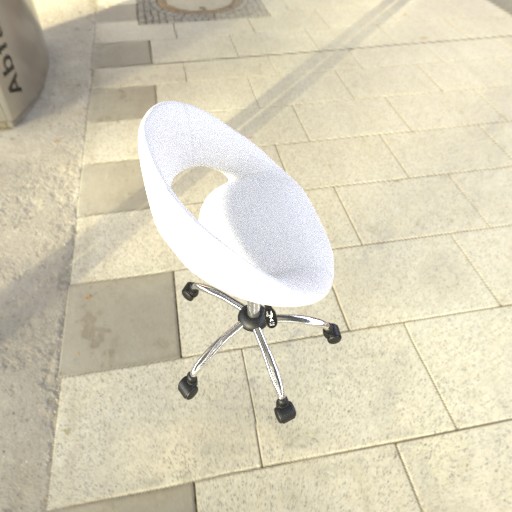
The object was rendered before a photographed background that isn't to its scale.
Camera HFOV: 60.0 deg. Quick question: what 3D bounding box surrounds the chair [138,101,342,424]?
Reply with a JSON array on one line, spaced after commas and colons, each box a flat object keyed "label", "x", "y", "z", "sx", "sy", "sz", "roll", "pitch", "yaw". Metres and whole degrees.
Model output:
[{"label": "chair", "x": 0.000, "y": 0.000, "z": 1.170, "sx": 0.538, "sy": 0.791, "sz": 0.612, "roll": -10, "pitch": 48, "yaw": -9}]
